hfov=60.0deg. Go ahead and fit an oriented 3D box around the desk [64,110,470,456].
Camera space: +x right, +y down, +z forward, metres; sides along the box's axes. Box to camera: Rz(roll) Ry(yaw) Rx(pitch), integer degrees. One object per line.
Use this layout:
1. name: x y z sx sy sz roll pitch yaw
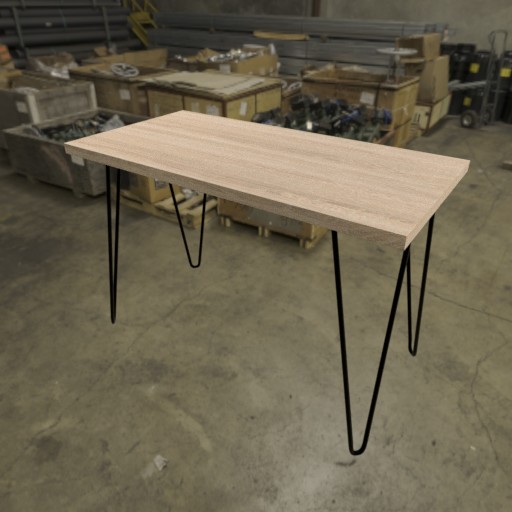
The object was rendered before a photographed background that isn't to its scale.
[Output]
1. desk: 0.000 0.000 1.370 0.991 0.660 0.499 19 36 29
